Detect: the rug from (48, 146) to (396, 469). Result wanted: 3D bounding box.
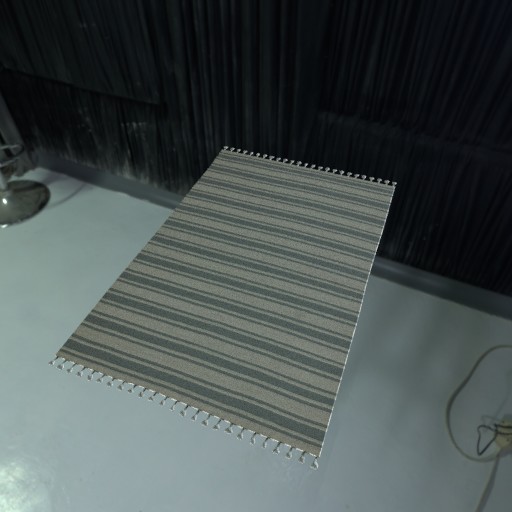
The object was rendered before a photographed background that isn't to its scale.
[{"bbox_3d":[0.000,0.000,3.038,1.539,0.011,2.410,15,47,15],"label":"rug"}]
